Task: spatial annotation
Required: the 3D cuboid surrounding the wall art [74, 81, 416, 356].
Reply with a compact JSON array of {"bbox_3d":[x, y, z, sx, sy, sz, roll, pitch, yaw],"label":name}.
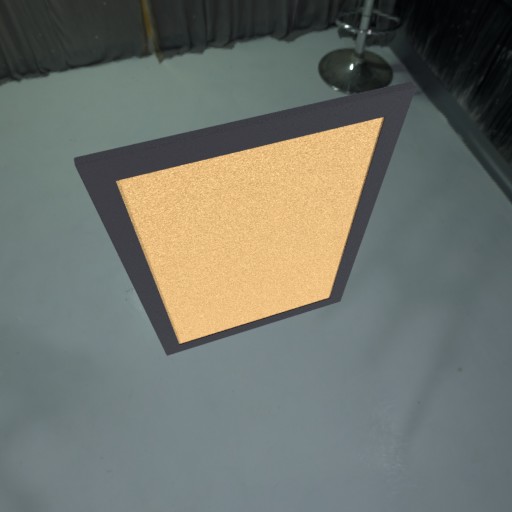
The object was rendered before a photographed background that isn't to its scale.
[{"bbox_3d":[0.000,0.000,0.686,0.374,0.529,0.012,-16,59,-10],"label":"wall art"}]
